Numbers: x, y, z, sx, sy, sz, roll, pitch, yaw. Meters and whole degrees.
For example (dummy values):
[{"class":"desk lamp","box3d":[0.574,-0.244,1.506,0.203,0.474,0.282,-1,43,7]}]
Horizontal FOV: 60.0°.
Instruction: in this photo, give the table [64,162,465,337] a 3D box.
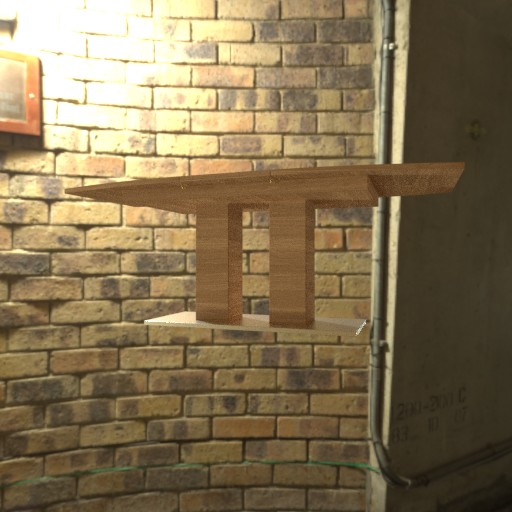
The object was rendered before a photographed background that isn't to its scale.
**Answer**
[{"class":"table","box3d":[0.000,0.000,2.446,2.032,0.750,0.900,0,-1,19]}]
